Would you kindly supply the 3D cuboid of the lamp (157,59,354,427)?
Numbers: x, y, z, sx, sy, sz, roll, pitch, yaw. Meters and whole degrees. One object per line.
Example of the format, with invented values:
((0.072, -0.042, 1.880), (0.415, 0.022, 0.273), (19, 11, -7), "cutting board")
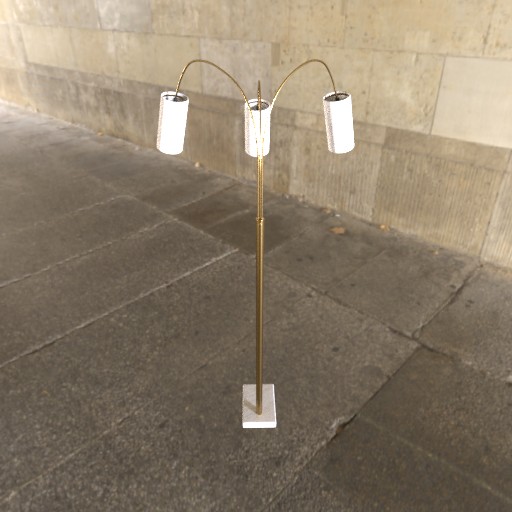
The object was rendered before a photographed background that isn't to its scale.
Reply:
((0.000, 0.000, 2.506), (1.020, 2.055, 0.667), (-1, 30, -1), "lamp")
